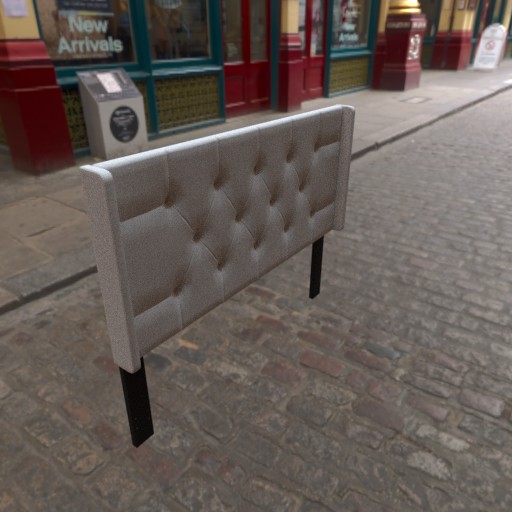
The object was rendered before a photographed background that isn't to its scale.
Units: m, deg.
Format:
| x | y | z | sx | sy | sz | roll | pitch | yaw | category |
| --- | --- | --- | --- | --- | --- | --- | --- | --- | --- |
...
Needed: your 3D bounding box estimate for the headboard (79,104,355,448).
| x | y | z | sx | sy | sz | roll | pitch | yaw | category |
| --- | --- | --- | --- | --- | --- | --- | --- | --- | --- |
| 0.000 | 0.000 | 2.680 | 0.184 | 1.524 | 2.051 | 18 | 32 | 32 | headboard |
